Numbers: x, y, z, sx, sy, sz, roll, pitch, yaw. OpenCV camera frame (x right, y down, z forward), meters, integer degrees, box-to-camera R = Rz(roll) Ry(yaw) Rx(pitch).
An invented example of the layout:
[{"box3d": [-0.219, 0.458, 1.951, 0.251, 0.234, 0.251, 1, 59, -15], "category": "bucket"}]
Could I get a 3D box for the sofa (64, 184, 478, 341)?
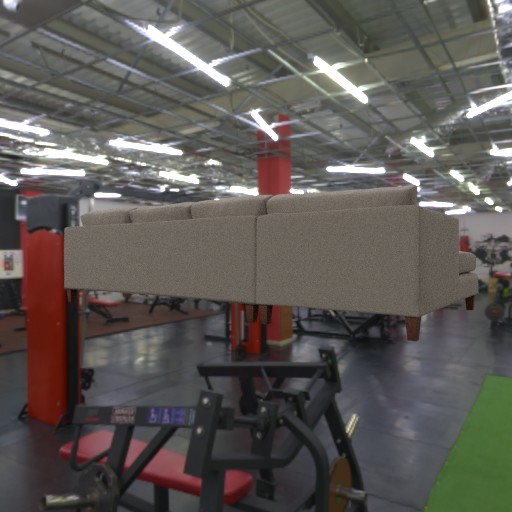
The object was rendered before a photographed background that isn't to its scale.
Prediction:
[{"box3d": [0.000, 0.000, 3.783, 3.186, 0.846, 1.625, 0, 0, 36], "category": "sofa"}]
